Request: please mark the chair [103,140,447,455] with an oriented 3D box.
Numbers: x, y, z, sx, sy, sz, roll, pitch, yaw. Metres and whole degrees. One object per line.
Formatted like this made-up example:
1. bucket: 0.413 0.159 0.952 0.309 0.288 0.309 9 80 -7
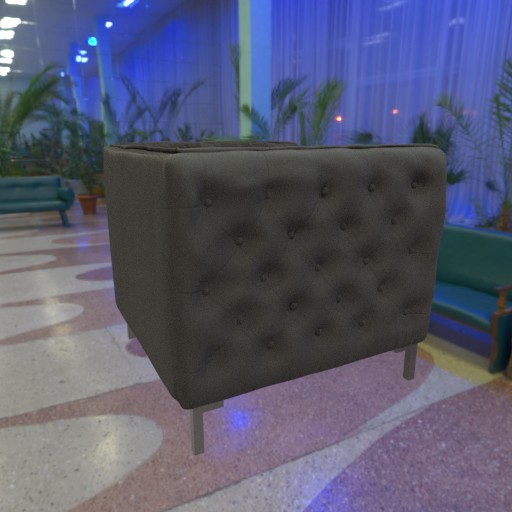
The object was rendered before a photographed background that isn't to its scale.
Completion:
1. chair: 0.000 0.000 1.625 0.913 0.807 0.946 -8 17 -27
